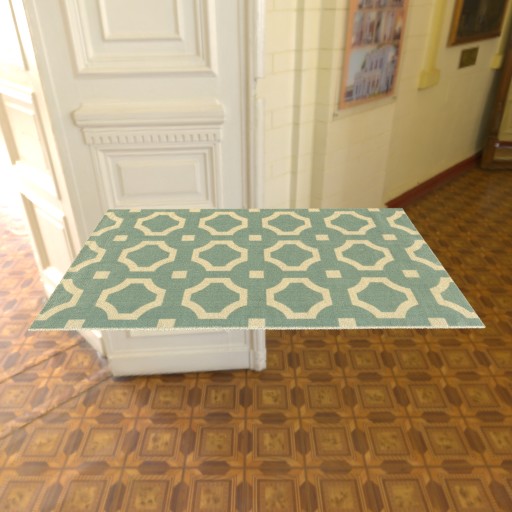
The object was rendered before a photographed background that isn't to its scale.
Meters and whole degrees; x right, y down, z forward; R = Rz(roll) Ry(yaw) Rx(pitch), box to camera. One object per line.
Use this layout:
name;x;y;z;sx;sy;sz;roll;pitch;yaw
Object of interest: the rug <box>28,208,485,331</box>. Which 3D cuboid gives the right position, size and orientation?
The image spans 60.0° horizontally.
rug;0.000;0.000;3.018;2.443;0.015;1.528;0;31;0
